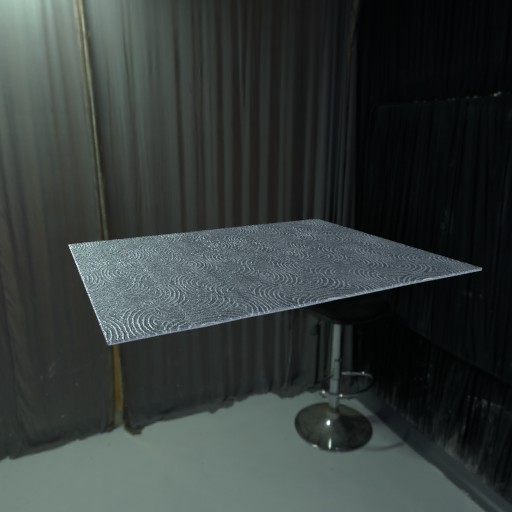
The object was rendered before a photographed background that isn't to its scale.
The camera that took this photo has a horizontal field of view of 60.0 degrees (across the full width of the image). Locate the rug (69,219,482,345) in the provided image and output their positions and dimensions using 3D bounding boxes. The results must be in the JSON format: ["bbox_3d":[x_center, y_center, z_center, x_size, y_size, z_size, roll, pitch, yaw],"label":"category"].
[{"bbox_3d":[0.000,0.000,4.126,3.042,0.021,2.456,-8,18,-26],"label":"rug"}]
